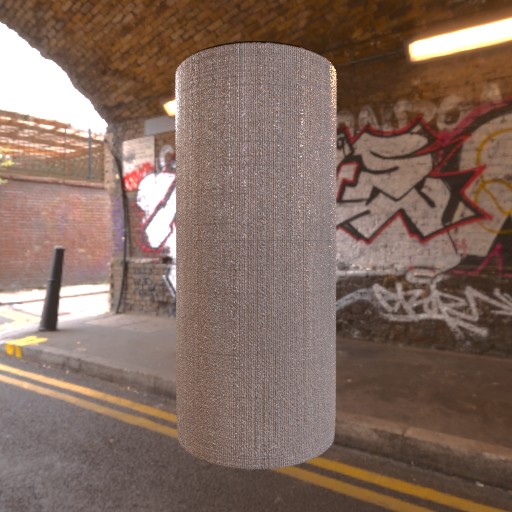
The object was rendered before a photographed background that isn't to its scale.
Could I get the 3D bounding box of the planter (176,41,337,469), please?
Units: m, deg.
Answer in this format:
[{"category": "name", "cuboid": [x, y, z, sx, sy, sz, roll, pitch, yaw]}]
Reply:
[{"category": "planter", "cuboid": [0.000, 0.000, 0.128, 0.045, 0.103, 0.045, 0, 1, -17]}]
